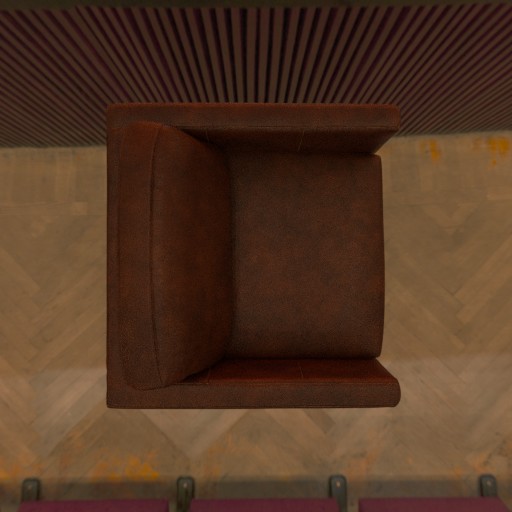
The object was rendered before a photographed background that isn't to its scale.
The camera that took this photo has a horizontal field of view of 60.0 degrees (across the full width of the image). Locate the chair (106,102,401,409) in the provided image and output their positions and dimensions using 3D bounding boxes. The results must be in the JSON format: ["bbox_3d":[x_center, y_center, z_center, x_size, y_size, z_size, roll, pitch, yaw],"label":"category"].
[{"bbox_3d":[0.000,0.000,1.695,0.975,0.864,0.990,0,90,0],"label":"chair"}]
